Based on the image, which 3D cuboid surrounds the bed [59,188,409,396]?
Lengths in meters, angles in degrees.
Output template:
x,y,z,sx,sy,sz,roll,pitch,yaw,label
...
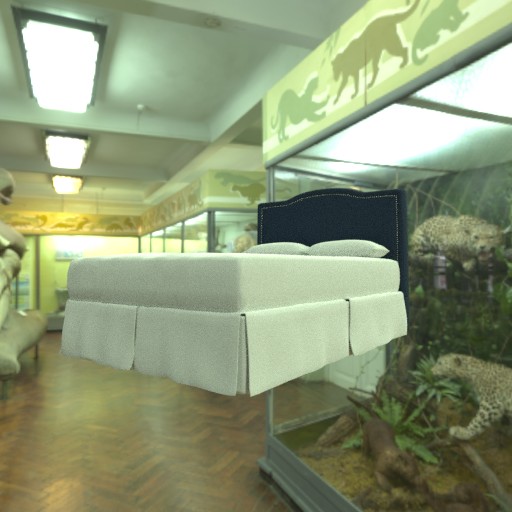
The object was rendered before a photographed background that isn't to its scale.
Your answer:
x,y,z,sx,sy,sz,roll,pitch,yaw,label
0.000,0.000,3.621,1.741,1.441,2.507,-1,-2,37,bed
